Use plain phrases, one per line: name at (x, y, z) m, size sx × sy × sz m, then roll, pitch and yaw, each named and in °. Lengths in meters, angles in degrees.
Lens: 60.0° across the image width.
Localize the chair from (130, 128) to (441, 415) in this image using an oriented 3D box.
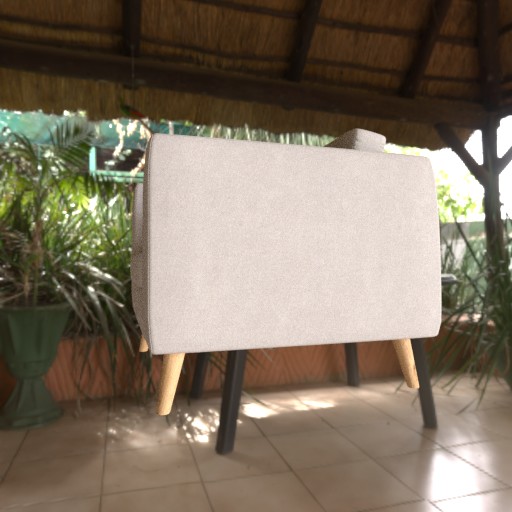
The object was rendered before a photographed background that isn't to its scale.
chair at (0.000, 0.000, 1.734) m, size 0.930 × 0.860 × 1.000 m, roll 0°, pitch 0°, yaw -18°
